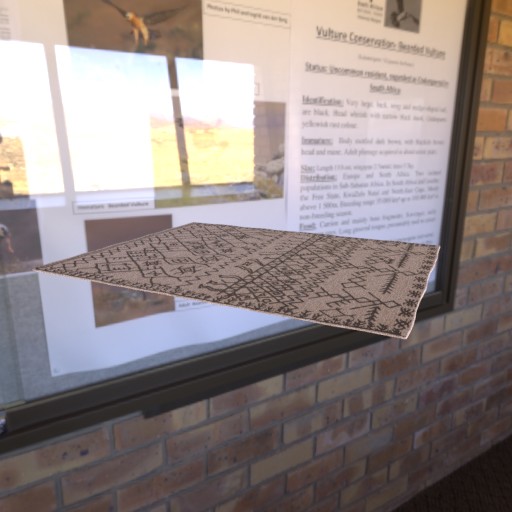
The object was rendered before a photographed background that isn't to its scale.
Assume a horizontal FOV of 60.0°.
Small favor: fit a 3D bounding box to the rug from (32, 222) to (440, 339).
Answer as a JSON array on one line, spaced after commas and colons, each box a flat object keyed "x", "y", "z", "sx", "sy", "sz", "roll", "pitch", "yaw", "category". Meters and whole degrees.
[{"x": 0.000, "y": 0.000, "z": 3.326, "sx": 2.455, "sy": 0.025, "sz": 1.964, "roll": 7, "pitch": 16, "yaw": 25, "category": "rug"}]
